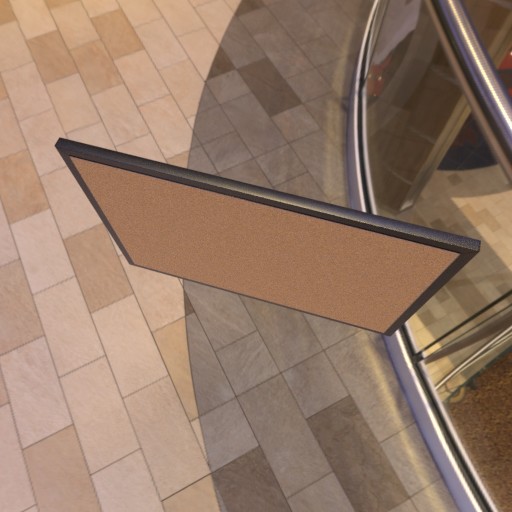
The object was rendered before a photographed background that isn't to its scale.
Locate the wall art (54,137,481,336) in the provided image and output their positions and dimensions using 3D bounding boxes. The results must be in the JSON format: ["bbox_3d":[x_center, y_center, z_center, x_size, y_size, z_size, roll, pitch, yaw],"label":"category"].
[{"bbox_3d":[0.000,0.000,0.582,0.440,0.306,0.013,15,66,7],"label":"wall art"}]
